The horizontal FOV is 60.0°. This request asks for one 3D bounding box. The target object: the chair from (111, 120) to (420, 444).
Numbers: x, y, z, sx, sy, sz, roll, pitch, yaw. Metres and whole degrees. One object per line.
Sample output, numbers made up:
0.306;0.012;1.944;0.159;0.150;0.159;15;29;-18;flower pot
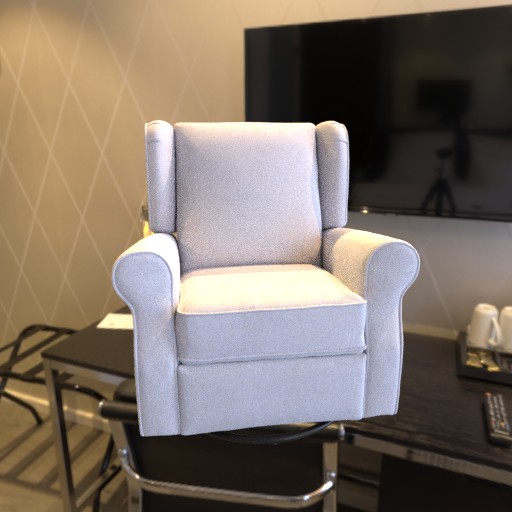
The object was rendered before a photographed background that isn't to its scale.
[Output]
0.000;0.000;1.631;0.906;0.967;0.854;-2;16;-8;chair
